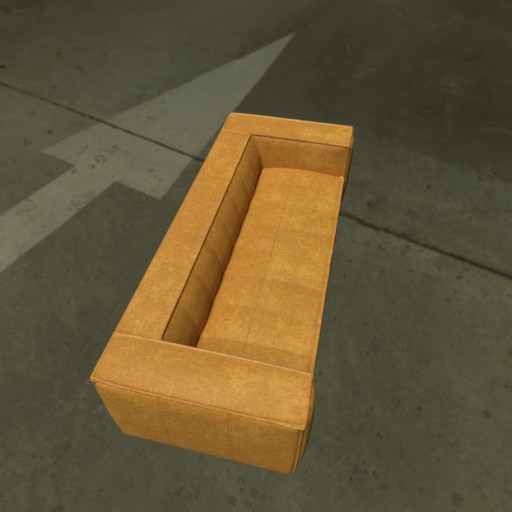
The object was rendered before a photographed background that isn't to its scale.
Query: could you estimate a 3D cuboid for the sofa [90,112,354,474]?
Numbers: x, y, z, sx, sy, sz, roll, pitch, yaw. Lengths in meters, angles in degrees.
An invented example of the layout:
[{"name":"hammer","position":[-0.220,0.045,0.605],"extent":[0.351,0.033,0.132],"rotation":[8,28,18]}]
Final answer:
[{"name":"sofa","position":[0.000,0.000,3.093],"extent":[1.102,0.701,2.581],"rotation":[10,48,9]}]
